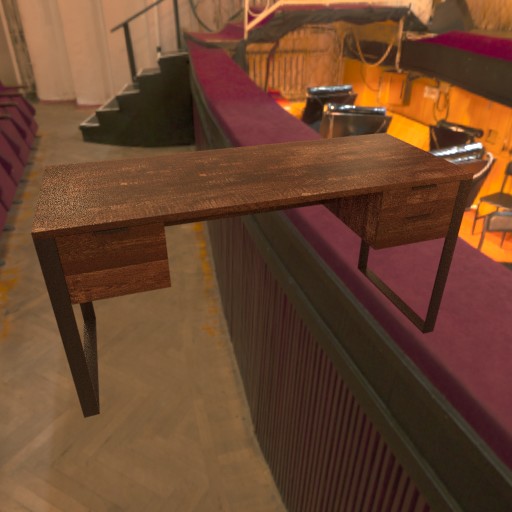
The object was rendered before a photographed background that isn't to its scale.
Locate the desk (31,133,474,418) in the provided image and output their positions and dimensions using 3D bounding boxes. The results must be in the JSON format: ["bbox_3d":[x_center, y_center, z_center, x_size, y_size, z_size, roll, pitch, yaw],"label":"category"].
[{"bbox_3d":[0.000,0.000,1.880,1.524,0.762,0.599,-10,32,-16],"label":"desk"}]
